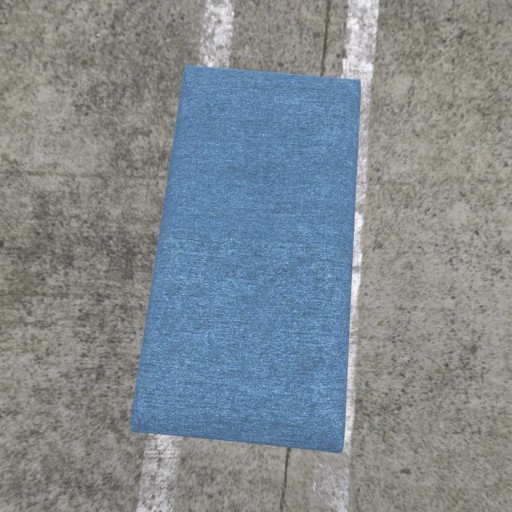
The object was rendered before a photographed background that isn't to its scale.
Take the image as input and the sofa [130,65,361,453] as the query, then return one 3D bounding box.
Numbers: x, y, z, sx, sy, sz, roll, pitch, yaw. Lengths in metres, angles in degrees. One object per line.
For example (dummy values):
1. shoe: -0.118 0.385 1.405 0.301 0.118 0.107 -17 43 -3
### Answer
1. sofa: 0.000 0.000 1.214 0.480 0.470 0.930 5 77 1
